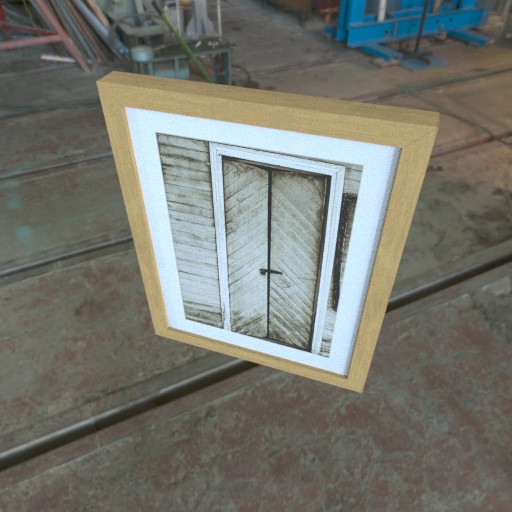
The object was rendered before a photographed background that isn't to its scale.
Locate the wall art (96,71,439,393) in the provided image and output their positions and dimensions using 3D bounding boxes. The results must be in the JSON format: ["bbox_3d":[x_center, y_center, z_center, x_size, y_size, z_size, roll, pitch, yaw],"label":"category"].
[{"bbox_3d":[0.000,0.000,0.520,0.312,0.380,0.030,13,43,14],"label":"wall art"}]
